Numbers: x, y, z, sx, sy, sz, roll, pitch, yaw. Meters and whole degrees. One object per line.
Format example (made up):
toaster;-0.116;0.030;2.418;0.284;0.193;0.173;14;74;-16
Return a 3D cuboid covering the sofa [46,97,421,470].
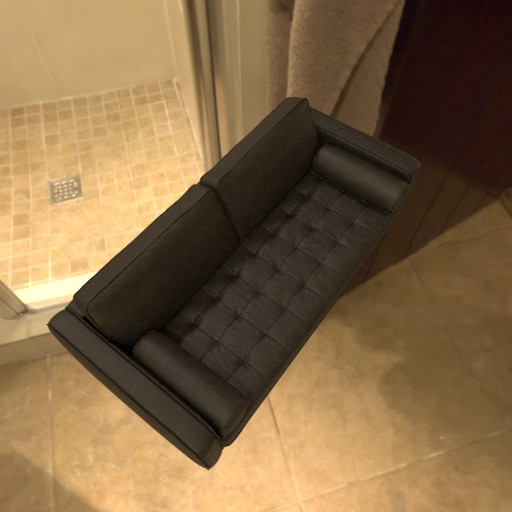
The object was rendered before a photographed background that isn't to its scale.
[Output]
sofa;0.000;0.000;2.311;0.921;0.770;1.879;33;64;18
